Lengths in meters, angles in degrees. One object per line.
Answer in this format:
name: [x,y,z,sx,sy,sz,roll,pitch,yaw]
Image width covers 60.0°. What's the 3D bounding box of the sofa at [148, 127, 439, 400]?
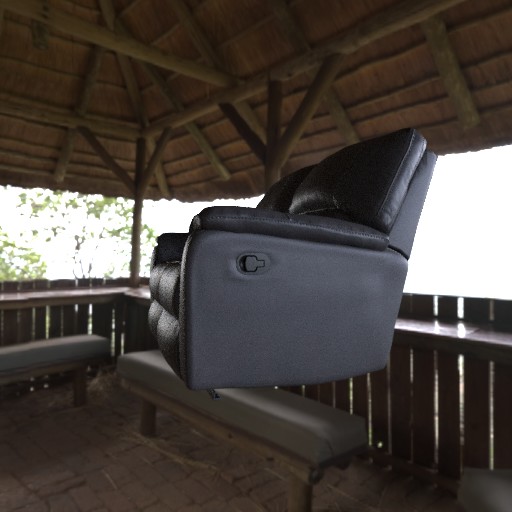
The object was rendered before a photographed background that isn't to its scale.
sofa: [0.000,0.000,2.444,1.104,1.111,1.765,0,-1,-18]
